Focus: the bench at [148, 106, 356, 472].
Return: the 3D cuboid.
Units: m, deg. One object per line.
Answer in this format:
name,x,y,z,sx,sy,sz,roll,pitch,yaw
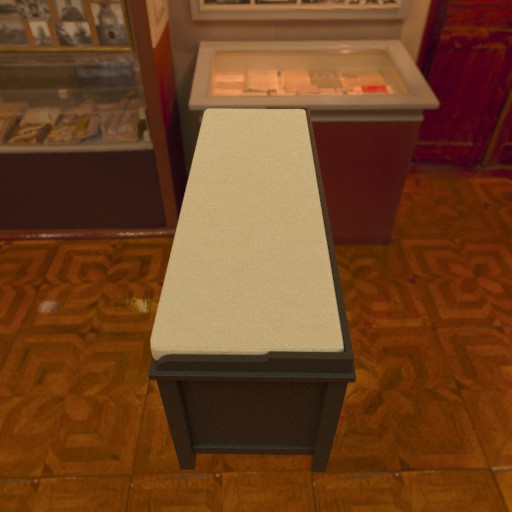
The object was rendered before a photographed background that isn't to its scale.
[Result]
bench,0.000,0.000,1.405,0.398,0.501,1.140,1,42,1
